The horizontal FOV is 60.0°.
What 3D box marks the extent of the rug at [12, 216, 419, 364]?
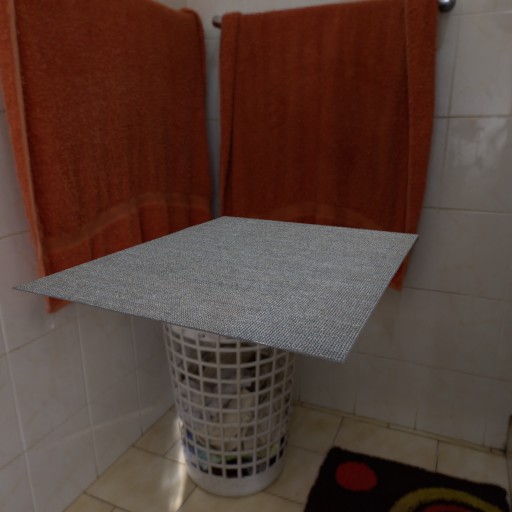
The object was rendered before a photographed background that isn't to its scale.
[{"bbox_3d":[0.000,0.000,4.016,2.456,0.021,3.068,8,18,25],"label":"rug"}]
